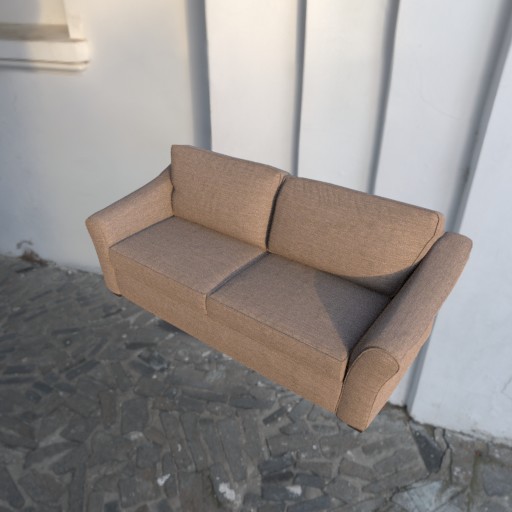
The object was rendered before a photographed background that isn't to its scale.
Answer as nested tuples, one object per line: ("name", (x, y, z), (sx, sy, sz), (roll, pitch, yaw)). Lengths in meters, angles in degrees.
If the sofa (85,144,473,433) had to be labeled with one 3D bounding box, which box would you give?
("sofa", (0.000, 0.000, 2.799), (2.270, 0.965, 0.980), (21, 38, 31))
